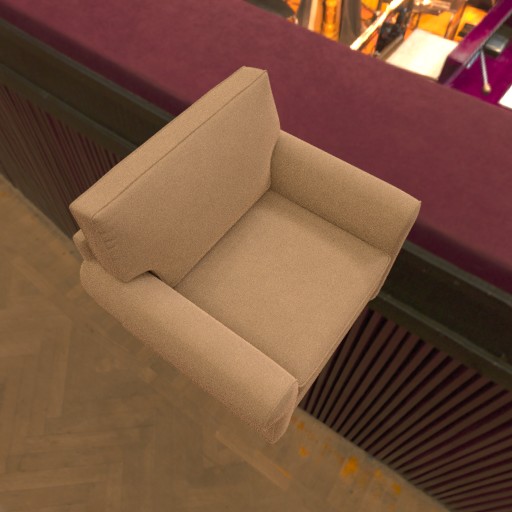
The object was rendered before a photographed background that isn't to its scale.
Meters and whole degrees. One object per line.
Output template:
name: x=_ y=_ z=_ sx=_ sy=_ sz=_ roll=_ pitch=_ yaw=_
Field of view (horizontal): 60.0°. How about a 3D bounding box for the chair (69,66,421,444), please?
chair: x=0.000 y=0.000 z=1.713 sx=0.863 sy=0.955 sz=1.040 roll=32 pitch=63 yaw=19
